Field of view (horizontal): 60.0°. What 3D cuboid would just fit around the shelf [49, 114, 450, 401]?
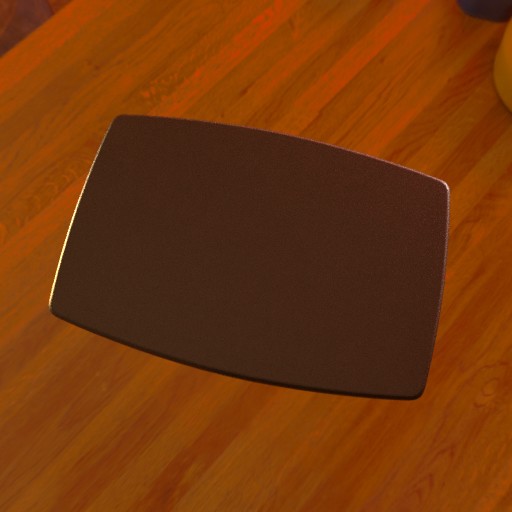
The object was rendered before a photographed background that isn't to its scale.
[{"bbox_3d":[0.000,0.000,0.523,0.410,0.100,0.280,12,76,3],"label":"shelf"}]
